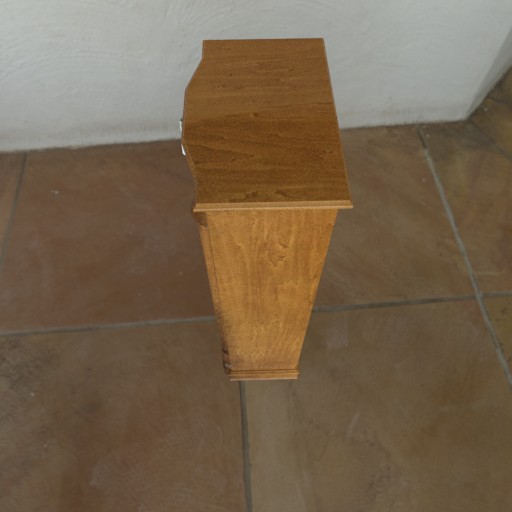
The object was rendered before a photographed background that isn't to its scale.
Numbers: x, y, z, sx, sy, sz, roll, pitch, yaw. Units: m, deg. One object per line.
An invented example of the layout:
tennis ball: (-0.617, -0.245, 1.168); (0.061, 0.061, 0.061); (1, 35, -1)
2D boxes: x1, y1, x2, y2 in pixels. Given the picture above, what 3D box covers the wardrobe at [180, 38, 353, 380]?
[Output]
wardrobe: (0.000, 0.000, 1.157); (0.273, 0.959, 0.406); (-1, 59, -1)
